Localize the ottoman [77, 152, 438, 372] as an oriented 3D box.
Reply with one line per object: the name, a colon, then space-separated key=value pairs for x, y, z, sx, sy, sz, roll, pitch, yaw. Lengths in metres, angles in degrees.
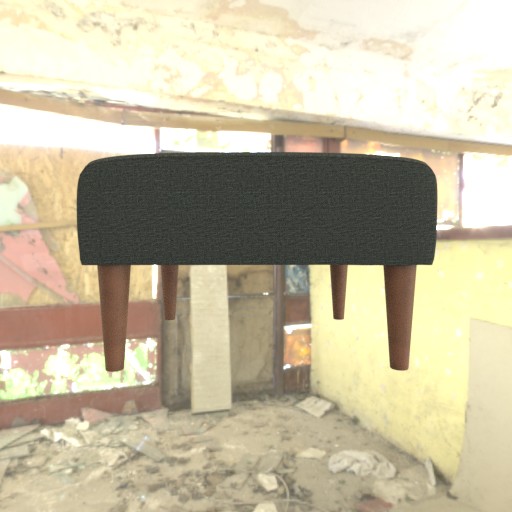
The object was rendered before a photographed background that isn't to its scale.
ottoman: x=0.000 y=0.000 z=1.076 sx=0.649 sy=0.398 sz=0.650 roll=0 pitch=1 yaw=-1
